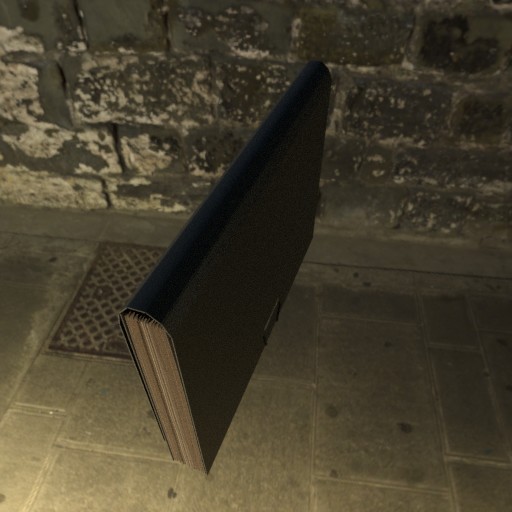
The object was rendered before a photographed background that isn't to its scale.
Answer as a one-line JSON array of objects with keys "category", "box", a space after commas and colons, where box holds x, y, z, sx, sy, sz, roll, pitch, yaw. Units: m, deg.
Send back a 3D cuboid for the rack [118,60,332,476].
[{"category": "rack", "box": [0.000, 0.000, 0.423, 0.041, 0.241, 0.330, 16, 49, 15]}]
